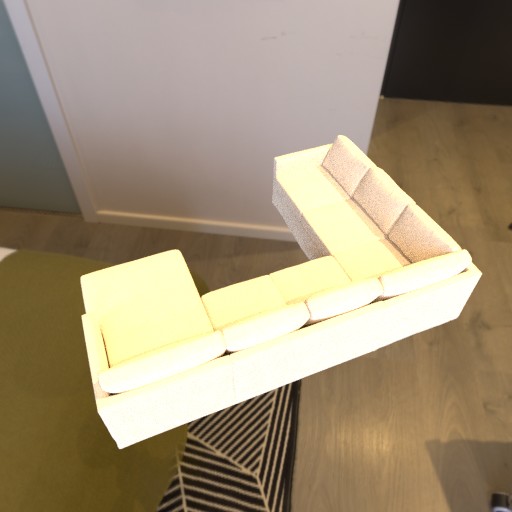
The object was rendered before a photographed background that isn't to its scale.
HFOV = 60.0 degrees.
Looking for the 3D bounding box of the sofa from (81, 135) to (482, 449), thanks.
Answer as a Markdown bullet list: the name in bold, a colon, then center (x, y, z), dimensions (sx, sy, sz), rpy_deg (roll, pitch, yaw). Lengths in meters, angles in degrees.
- **sofa**: center (0.000, 0.000, 4.507), dimensions (3.460, 0.882, 2.427), rpy_deg (-17, 48, -15)
